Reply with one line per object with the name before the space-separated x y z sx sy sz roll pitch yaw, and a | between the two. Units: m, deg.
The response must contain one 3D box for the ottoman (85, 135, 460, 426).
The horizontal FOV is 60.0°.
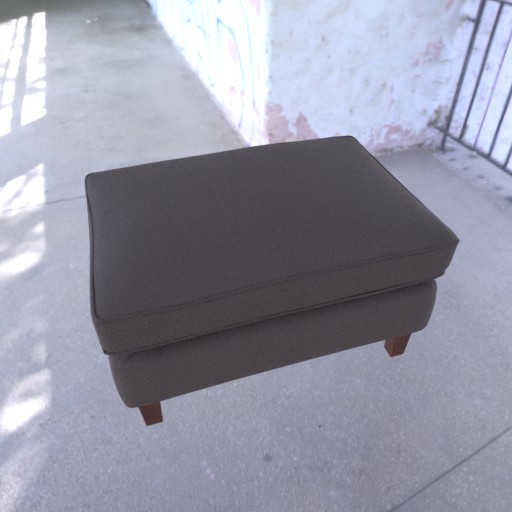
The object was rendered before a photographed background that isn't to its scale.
ottoman | 0.000 0.000 1.010 0.686 0.406 0.508 -12 42 -13
